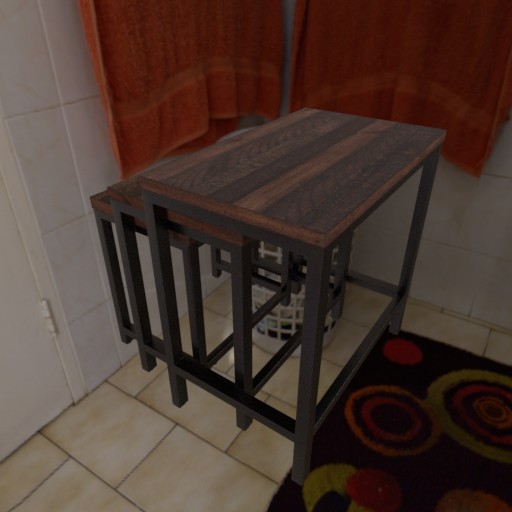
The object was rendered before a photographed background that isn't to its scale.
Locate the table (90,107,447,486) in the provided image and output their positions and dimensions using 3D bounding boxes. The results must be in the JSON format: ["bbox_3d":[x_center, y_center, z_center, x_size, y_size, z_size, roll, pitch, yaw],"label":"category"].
[{"bbox_3d":[0.000,0.000,1.143,0.660,0.616,0.608,20,37,29],"label":"table"}]
